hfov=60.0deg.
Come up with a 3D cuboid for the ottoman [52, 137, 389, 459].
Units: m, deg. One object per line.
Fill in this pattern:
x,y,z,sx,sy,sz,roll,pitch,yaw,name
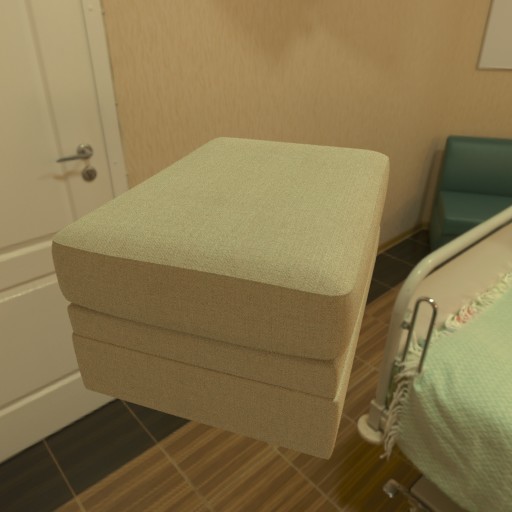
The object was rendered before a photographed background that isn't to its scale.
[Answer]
0.000,0.000,1.247,0.637,0.478,0.885,10,31,16,ottoman
